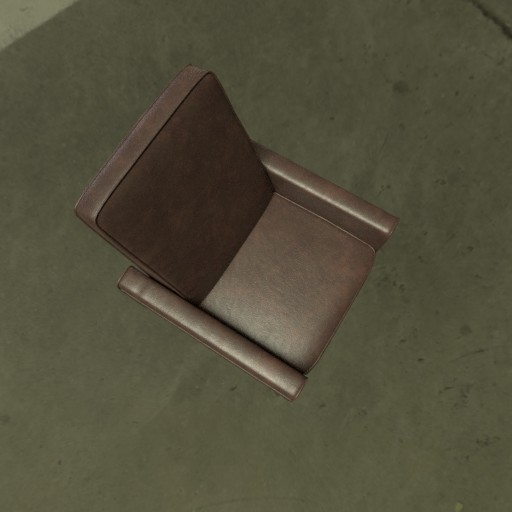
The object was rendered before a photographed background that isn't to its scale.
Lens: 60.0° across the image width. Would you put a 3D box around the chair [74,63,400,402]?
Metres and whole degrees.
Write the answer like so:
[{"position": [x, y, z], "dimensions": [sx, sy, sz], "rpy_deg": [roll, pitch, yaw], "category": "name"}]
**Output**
[{"position": [0.000, 0.000, 1.539], "dimensions": [0.746, 1.013, 0.705], "rpy_deg": [31, 77, 8], "category": "chair"}]
